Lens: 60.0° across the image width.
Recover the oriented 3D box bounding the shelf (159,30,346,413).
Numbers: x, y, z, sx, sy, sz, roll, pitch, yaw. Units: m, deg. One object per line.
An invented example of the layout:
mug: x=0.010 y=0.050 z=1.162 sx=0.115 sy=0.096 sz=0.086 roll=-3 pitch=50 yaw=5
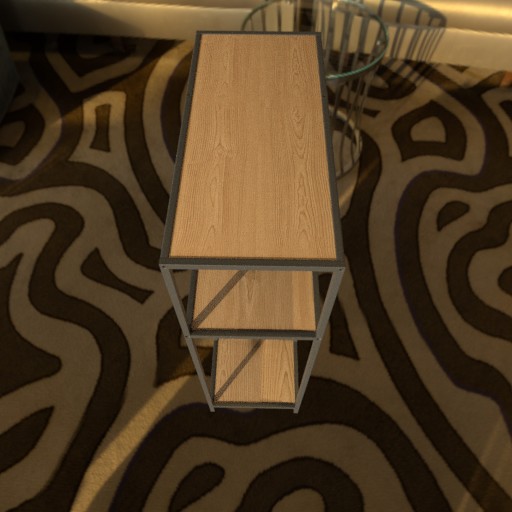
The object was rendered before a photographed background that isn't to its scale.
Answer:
shelf: x=0.000 y=0.000 z=1.515 sx=0.350 sy=1.138 sz=0.770 roll=1 pitch=57 yaw=1
